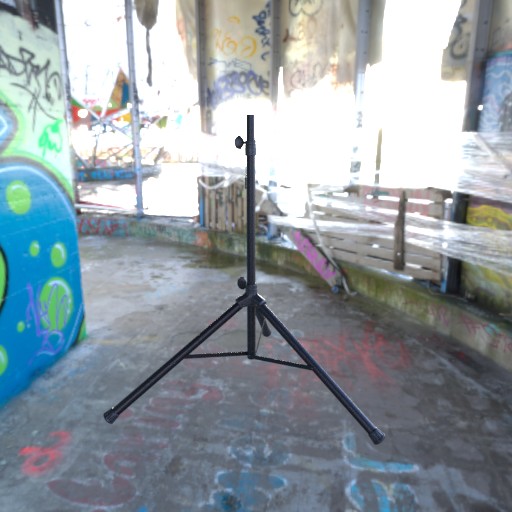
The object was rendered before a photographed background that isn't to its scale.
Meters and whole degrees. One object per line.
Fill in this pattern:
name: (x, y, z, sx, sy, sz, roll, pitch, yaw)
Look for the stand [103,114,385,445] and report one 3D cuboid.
stand: (0.000, 0.000, 1.888, 1.045, 1.136, 0.907, 2, 15, 8)
